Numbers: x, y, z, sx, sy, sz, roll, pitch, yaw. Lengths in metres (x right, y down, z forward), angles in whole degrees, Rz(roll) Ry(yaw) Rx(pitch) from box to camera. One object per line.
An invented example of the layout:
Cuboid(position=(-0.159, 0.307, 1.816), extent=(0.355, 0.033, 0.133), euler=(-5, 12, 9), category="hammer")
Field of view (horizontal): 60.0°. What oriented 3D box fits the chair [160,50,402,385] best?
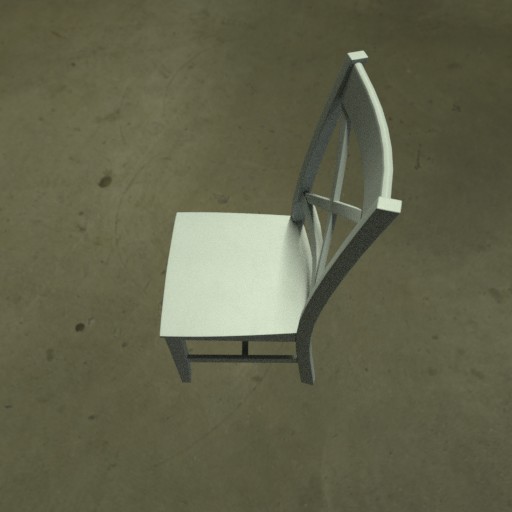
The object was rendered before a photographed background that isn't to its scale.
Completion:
Cuboid(position=(0.000, 0.000, 1.295), extent=(0.542, 0.983, 0.485), euler=(0, 56, 0), category="chair")
